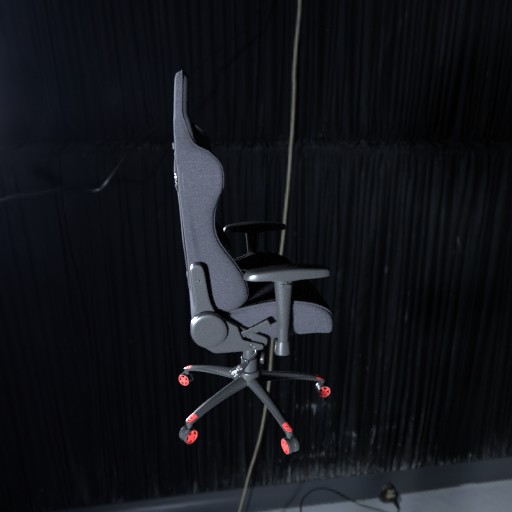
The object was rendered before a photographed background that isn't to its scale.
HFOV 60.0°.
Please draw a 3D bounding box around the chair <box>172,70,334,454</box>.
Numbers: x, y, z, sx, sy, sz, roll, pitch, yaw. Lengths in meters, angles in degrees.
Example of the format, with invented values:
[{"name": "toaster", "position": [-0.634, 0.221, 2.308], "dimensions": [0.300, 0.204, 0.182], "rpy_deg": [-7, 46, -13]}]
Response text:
[{"name": "chair", "position": [0.000, 0.000, 1.723], "dimensions": [0.658, 1.326, 0.695], "rpy_deg": [-3, 18, -9]}]
